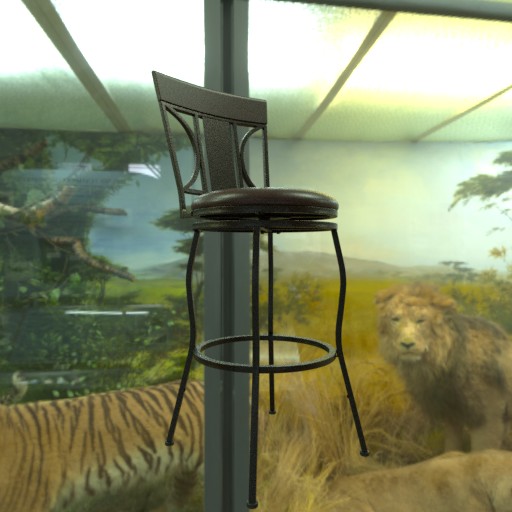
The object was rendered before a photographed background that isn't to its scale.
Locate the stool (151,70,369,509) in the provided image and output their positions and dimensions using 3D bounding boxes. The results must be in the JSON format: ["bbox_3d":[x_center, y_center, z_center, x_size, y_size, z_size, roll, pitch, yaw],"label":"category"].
[{"bbox_3d":[0.000,0.000,1.318,0.448,1.130,0.513,-1,1,-38],"label":"stool"}]
